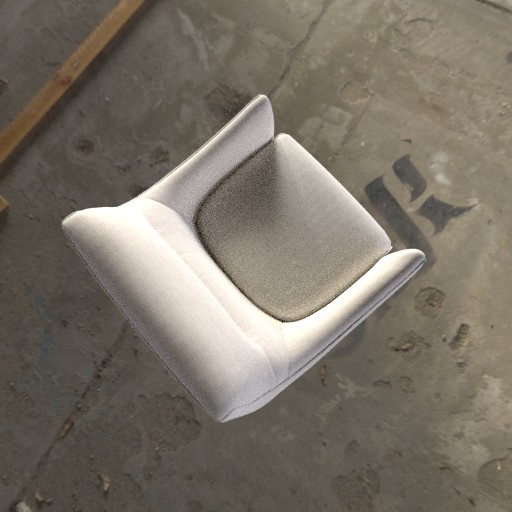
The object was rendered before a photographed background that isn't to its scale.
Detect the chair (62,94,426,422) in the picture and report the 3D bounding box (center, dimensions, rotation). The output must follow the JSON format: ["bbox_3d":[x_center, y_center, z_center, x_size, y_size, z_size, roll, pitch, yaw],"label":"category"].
[{"bbox_3d":[0.000,0.000,1.461,0.787,0.838,0.762,-40,79,-9],"label":"chair"}]
